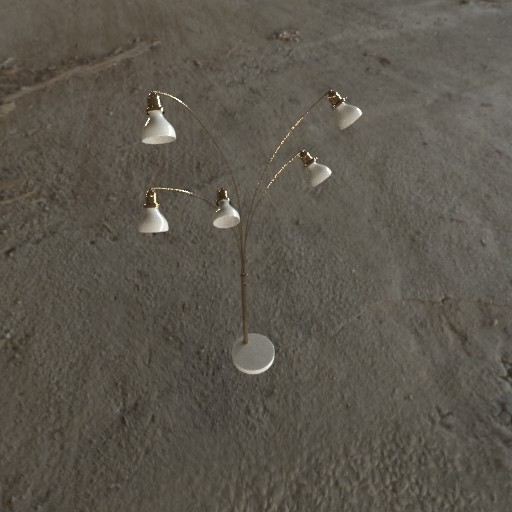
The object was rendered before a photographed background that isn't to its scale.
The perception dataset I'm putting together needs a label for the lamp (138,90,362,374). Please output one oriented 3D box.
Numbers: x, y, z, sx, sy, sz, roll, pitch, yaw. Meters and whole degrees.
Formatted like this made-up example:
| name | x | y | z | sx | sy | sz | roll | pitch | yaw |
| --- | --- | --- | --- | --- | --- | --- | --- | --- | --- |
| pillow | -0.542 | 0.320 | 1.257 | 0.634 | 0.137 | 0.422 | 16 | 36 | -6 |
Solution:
| name | x | y | z | sx | sy | sz | roll | pitch | yaw |
| --- | --- | --- | --- | --- | --- | --- | --- | --- | --- |
| lamp | 0.000 | 0.000 | 2.905 | 1.405 | 2.423 | 0.361 | -24 | 51 | -21 |
